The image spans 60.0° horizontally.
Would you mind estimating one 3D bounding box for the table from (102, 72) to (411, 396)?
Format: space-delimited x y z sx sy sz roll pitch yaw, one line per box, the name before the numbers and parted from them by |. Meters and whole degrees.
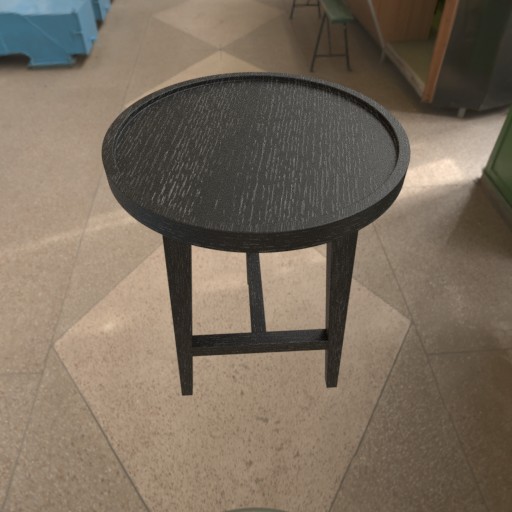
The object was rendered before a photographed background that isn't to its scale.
table | 0.000 0.000 0.750 0.399 0.460 0.399 0 45 0
